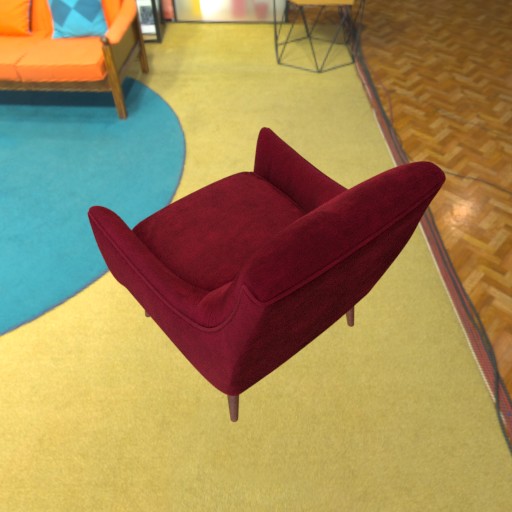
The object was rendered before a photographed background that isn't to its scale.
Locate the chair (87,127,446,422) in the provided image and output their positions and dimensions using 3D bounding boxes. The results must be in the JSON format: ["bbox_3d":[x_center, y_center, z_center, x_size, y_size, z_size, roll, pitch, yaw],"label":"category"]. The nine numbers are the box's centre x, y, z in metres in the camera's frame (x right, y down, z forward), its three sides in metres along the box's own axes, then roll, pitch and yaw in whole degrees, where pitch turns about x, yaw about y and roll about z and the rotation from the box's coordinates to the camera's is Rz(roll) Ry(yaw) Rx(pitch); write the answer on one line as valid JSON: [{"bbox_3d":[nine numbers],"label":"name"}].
[{"bbox_3d":[0.000,0.000,1.446,0.762,0.838,0.787,-32,55,-26],"label":"chair"}]
